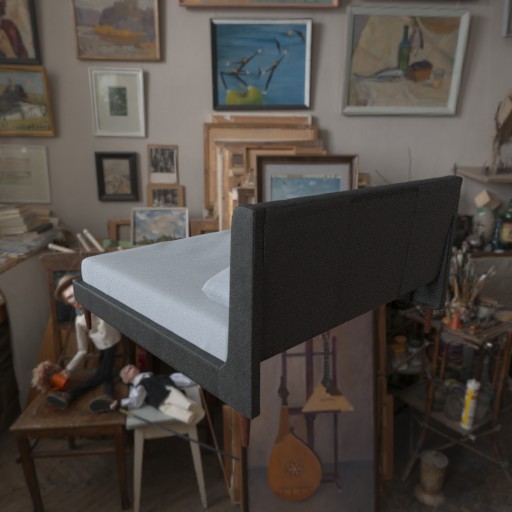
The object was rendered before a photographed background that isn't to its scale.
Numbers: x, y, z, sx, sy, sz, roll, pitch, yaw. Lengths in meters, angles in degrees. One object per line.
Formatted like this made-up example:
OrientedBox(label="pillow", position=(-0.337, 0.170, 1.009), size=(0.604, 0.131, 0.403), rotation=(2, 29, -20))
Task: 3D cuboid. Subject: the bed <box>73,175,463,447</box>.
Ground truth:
OrientedBox(label="bed", position=(0.000, 0.000, 3.179), size=(1.903, 1.158, 2.031), rotation=(-14, 21, -41))
